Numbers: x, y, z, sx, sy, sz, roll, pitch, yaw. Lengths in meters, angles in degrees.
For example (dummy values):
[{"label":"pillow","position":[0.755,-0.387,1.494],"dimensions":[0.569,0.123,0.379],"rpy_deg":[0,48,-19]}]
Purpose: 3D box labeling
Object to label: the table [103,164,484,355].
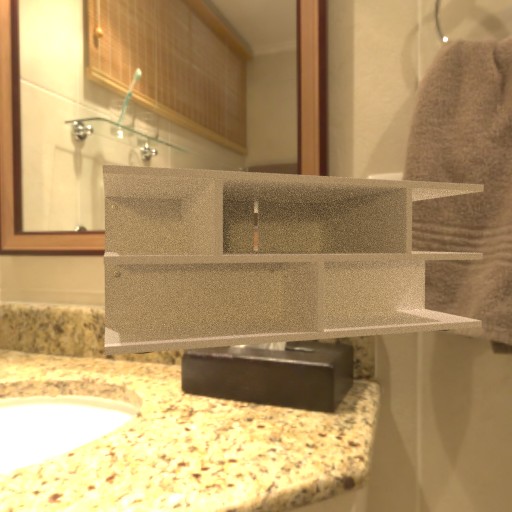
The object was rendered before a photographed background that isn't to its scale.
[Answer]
[{"label":"table","position":[0.000,0.000,1.086],"dimensions":[0.700,0.289,0.700],"rpy_deg":[-1,2,-18]}]
